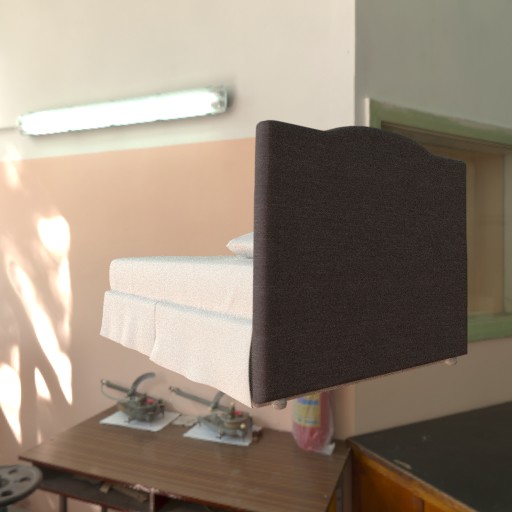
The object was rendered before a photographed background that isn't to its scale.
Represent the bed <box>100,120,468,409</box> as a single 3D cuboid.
[{"bbox_3d":[0.000,0.000,3.499,1.741,1.441,2.507,0,0,-35],"label":"bed"}]
